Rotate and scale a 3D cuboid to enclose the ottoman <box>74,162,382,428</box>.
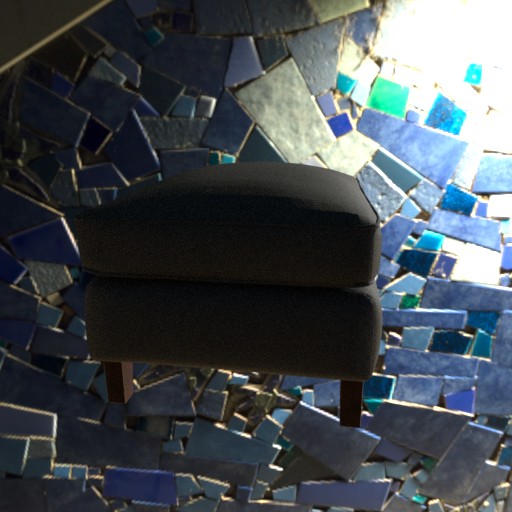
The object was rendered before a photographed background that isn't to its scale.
[{"bbox_3d":[0.000,0.000,0.993,0.508,0.406,0.686,3,16,9],"label":"ottoman"}]
